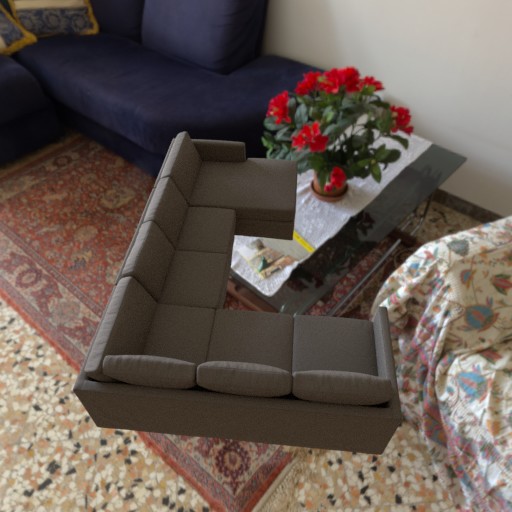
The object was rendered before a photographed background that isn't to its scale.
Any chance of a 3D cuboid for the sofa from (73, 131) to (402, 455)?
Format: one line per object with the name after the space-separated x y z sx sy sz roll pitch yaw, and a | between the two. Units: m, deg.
0.000 0.000 4.561 2.427 0.882 3.460 4 47 4 | sofa
